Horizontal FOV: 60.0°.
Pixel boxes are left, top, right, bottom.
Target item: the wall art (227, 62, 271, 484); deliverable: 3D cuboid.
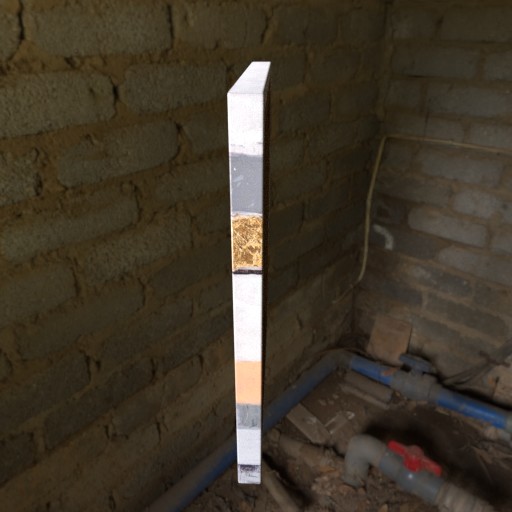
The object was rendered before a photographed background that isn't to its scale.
[{"bbox_3d":[0.000,0.000,0.792,0.038,0.609,0.456,1,27,2],"label":"wall art"}]
